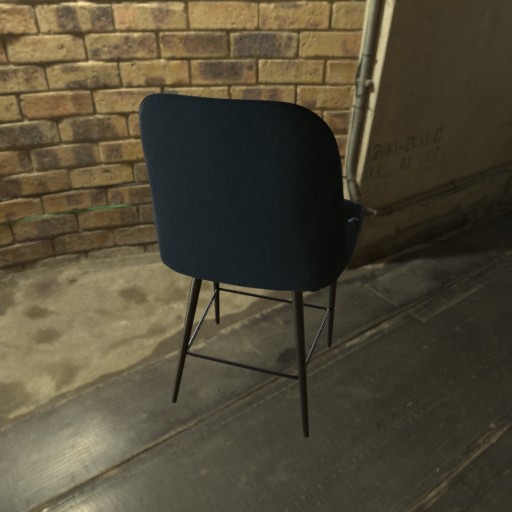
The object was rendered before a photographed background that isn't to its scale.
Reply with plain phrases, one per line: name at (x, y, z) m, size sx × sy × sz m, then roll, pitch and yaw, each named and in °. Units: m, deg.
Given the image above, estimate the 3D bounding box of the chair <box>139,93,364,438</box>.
chair at (0.000, 0.000, 1.204) m, size 0.526 × 0.927 × 0.489 m, roll 9°, pitch 33°, yaw 14°
